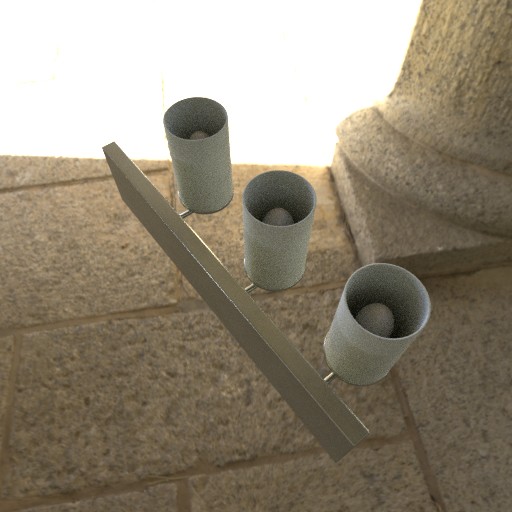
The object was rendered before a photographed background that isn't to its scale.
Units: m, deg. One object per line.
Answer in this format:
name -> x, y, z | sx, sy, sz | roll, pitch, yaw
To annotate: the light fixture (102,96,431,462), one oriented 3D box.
light fixture -> 0.000, 0.000, 0.534 | 0.145, 0.172, 0.451 | -34, 64, -19
